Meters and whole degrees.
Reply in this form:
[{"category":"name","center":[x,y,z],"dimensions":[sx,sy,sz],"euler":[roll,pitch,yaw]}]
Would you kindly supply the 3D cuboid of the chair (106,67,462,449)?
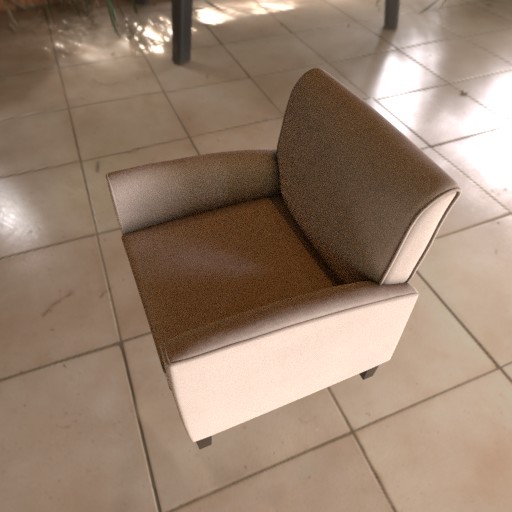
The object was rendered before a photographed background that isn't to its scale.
[{"category":"chair","center":[0.000,0.000,1.531],"dimensions":[0.820,0.915,0.820],"euler":[-17,50,-15]}]
